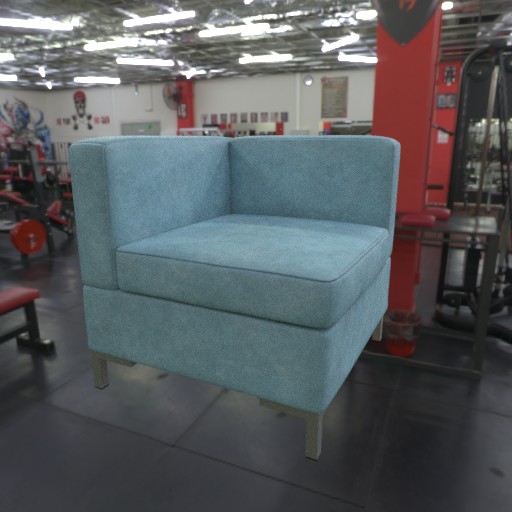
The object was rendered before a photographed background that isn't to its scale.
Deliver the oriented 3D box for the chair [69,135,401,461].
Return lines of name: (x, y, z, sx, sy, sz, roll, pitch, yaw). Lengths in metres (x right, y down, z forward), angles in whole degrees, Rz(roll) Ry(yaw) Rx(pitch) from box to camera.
chair: (0.000, 0.000, 1.252, 0.684, 0.660, 0.691, 7, 17, 26)
